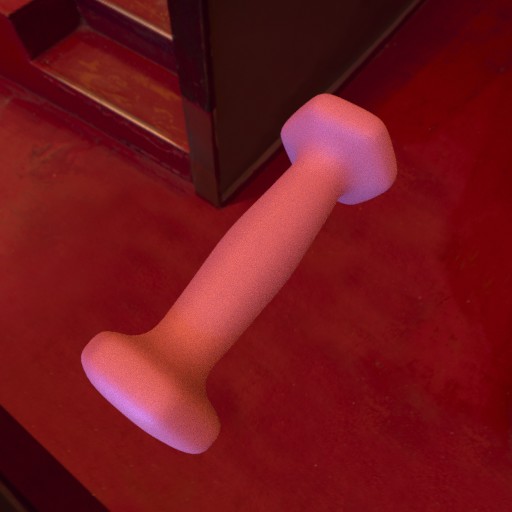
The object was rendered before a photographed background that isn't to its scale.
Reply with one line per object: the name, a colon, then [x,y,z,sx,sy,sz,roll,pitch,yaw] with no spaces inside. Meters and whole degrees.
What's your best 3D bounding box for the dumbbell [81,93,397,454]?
dumbbell: [0.000,0.000,0.146,0.047,0.043,0.123,32,68,15]
